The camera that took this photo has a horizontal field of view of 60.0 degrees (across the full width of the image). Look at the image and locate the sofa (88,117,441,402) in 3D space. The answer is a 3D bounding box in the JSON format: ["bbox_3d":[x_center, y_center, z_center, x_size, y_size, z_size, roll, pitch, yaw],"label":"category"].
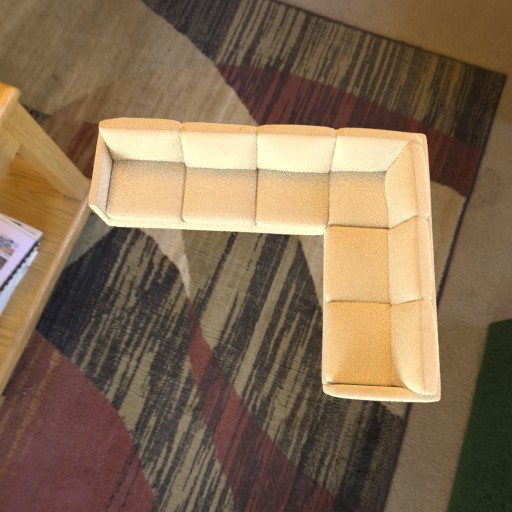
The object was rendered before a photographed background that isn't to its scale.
[{"bbox_3d":[0.000,0.000,4.347,3.302,0.947,2.593,3,76,1],"label":"sofa"}]
